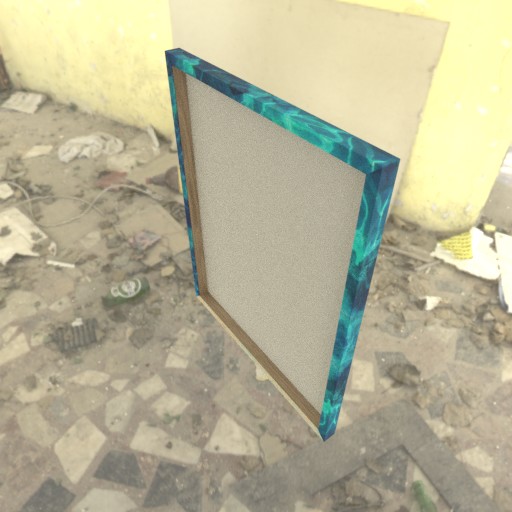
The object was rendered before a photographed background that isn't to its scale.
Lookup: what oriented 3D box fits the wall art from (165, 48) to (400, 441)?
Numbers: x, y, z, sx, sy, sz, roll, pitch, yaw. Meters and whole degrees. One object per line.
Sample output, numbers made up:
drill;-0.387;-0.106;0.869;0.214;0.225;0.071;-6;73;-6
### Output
wall art;0.000;0.000;1.025;0.038;0.760;0.609;-26;47;-27
